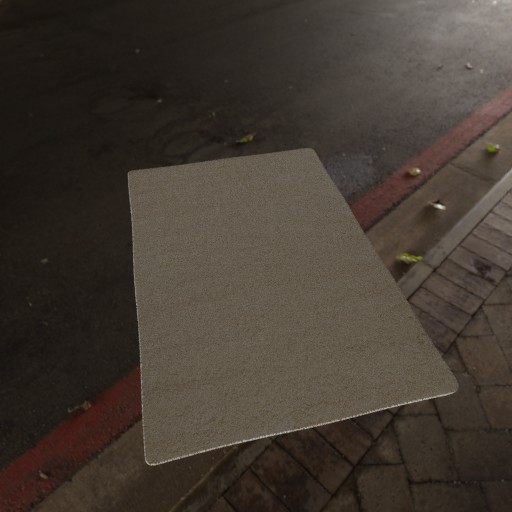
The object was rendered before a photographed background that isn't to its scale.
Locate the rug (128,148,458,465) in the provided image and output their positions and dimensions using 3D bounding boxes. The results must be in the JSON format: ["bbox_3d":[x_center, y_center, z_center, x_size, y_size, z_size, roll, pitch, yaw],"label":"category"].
[{"bbox_3d":[0.000,0.000,3.332,1.798,0.025,2.698,-10,46,-9],"label":"rug"}]
